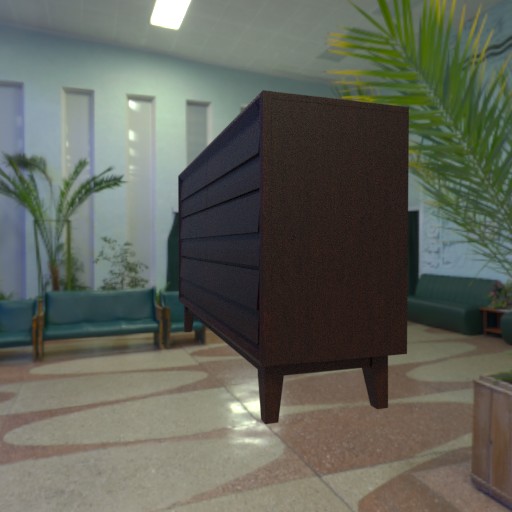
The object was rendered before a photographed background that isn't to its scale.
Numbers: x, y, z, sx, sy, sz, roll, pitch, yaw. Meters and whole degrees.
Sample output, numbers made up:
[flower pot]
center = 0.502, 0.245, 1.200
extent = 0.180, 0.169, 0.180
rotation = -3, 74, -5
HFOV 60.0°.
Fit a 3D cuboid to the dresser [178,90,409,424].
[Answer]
[dresser]
center = 0.000, 0.000, 2.096
extent = 0.499, 0.971, 1.609
rotation = 0, 1, -18
